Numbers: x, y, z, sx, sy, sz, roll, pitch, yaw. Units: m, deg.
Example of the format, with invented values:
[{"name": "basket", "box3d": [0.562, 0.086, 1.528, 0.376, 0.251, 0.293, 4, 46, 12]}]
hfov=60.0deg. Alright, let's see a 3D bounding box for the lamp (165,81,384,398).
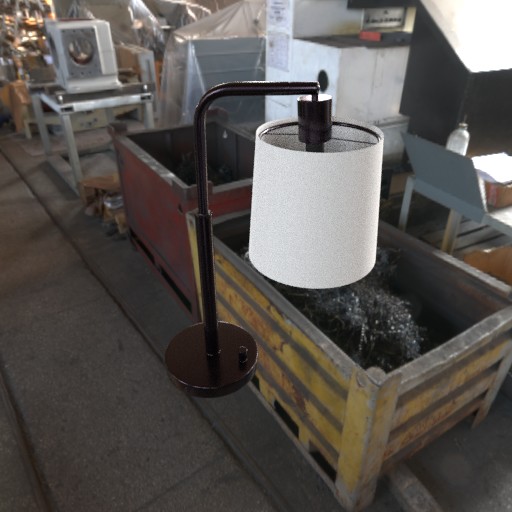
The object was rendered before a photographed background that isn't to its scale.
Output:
[{"name": "lamp", "box3d": [0.000, 0.000, 0.644, 0.333, 0.489, 0.171, 11, 34, 17]}]
